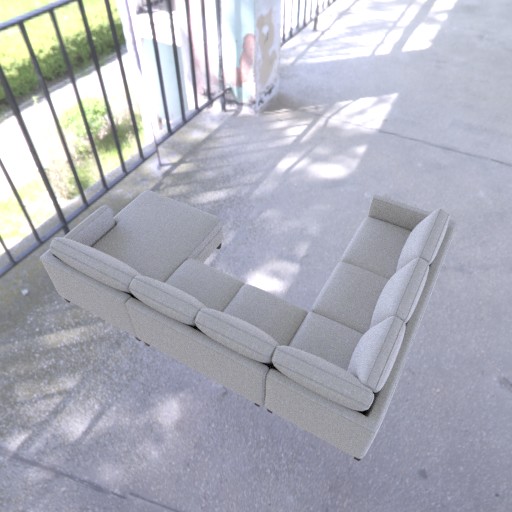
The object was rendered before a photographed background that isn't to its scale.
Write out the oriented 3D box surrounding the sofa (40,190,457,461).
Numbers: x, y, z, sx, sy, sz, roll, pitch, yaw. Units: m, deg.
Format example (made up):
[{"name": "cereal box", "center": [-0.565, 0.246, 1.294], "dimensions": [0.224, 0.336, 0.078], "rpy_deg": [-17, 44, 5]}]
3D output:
[{"name": "sofa", "center": [0.000, 0.000, 4.590], "dimensions": [3.403, 0.889, 2.551], "rpy_deg": [23, 52, 19]}]
